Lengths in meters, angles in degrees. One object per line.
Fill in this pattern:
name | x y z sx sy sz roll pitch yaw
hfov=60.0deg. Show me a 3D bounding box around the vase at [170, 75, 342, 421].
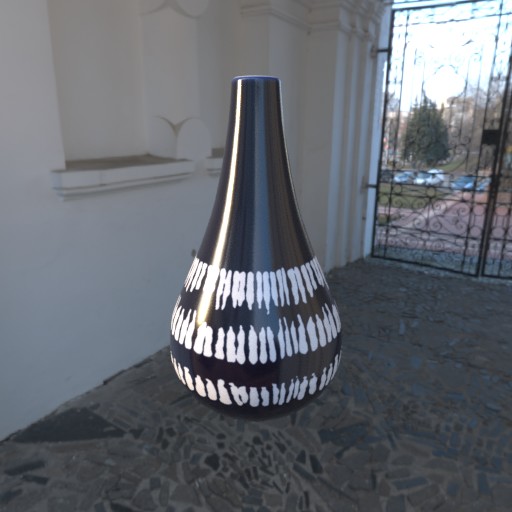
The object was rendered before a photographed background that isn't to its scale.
vase | 0.000 0.000 0.394 0.159 0.295 0.159 0 16 0
